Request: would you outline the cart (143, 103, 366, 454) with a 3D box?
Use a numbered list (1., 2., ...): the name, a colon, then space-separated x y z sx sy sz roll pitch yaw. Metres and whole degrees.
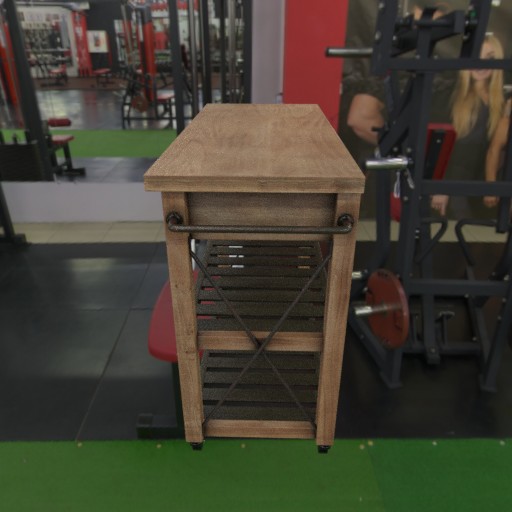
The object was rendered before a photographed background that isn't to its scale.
1. cart: 0.000 0.000 0.980 0.298 0.554 0.686 1 27 1
